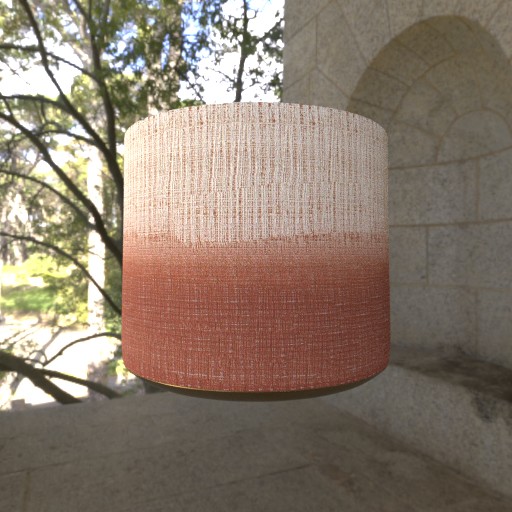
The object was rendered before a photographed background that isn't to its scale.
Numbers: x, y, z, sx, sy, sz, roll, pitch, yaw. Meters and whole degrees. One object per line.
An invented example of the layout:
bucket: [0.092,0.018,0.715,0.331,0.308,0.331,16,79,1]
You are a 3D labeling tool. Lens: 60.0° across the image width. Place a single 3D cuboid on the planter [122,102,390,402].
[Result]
planter: [0.000,0.000,0.437,0.254,0.221,0.254,0,0,0]
